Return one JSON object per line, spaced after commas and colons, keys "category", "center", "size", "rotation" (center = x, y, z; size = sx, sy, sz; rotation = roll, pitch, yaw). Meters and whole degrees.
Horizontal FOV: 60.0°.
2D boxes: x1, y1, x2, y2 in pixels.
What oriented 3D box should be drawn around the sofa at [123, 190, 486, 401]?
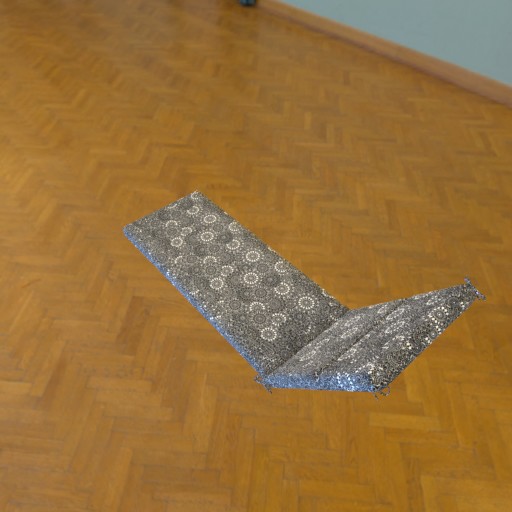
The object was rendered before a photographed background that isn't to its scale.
{"category": "sofa", "center": [0.000, 0.000, 1.938], "size": [0.582, 0.622, 1.663], "rotation": [-32, 54, -27]}
